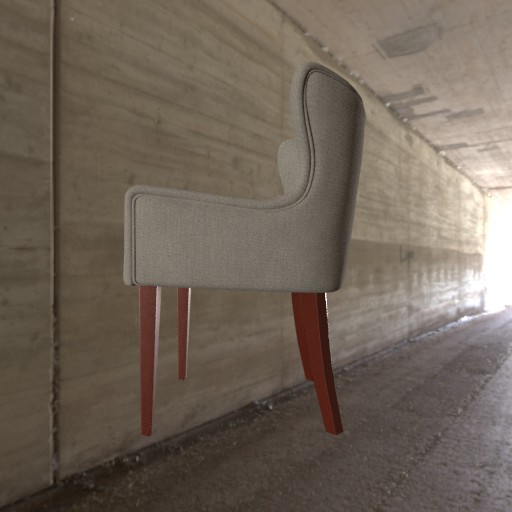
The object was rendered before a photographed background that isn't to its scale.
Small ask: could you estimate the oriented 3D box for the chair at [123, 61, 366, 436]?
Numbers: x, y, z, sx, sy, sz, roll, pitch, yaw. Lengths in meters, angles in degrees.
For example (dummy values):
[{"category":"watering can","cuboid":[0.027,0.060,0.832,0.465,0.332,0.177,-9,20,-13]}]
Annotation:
[{"category":"chair","cuboid":[0.000,0.000,1.430,0.677,0.948,0.732,0,0,0]}]
